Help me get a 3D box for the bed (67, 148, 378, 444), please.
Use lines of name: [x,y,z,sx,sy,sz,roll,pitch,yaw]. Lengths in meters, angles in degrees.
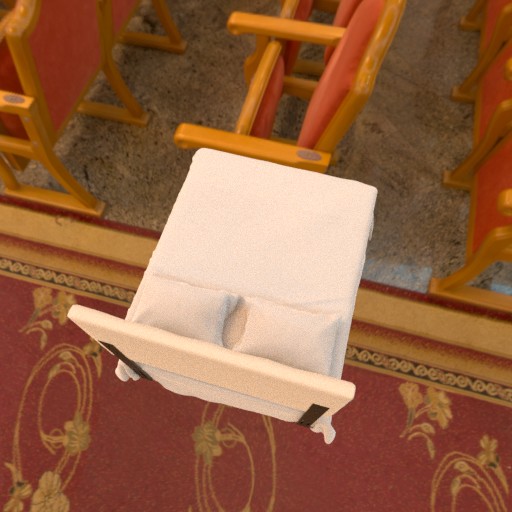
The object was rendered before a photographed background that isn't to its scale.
bed: [0.000,0.000,3.497,1.936,1.577,2.222,14,65,7]
